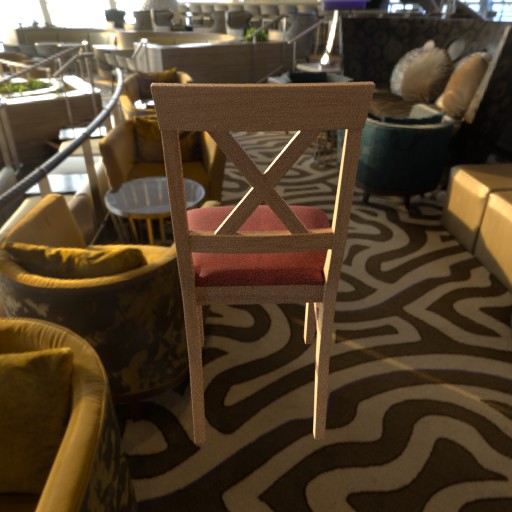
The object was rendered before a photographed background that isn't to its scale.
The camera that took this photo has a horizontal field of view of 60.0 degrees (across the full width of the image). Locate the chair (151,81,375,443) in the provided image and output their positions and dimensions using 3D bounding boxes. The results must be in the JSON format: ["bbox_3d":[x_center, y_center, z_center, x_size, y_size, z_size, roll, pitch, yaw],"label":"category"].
[{"bbox_3d":[0.000,0.000,1.151,0.439,0.912,0.492,-1,30,-2],"label":"chair"}]
